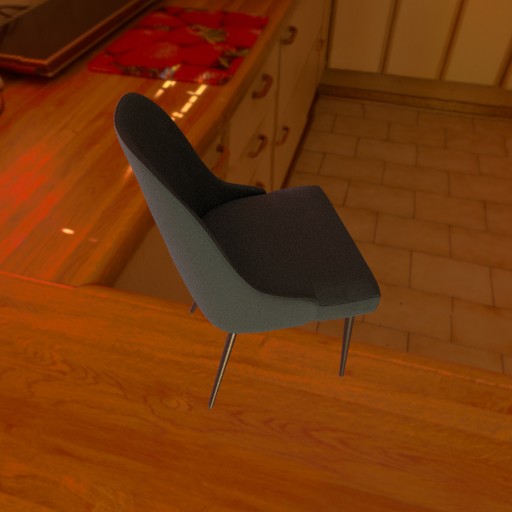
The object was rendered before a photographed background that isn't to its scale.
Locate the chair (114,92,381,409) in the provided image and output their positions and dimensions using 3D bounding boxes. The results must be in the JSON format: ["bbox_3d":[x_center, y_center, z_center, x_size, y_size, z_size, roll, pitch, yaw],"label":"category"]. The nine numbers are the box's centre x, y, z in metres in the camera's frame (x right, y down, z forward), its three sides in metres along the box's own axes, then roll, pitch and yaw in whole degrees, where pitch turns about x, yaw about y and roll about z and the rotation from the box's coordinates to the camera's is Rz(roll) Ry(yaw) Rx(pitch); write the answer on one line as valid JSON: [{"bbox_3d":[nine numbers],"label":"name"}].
[{"bbox_3d":[0.000,0.000,1.215,0.559,0.896,0.478,-11,48,-10],"label":"chair"}]
